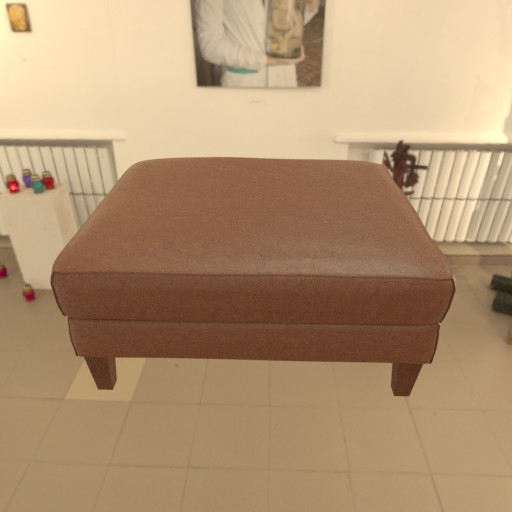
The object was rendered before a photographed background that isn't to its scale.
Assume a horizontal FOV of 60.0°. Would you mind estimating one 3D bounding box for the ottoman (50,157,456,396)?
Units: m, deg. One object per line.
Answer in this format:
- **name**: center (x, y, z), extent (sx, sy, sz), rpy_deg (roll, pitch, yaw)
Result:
- **ottoman**: center (0.000, 0.000, 1.475), extent (0.987, 0.472, 0.836), rpy_deg (1, 31, 1)
